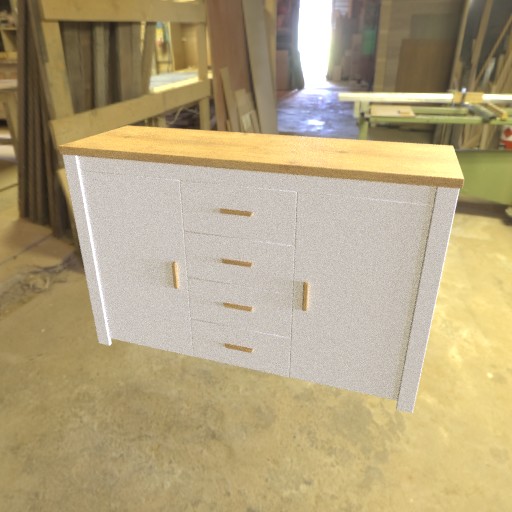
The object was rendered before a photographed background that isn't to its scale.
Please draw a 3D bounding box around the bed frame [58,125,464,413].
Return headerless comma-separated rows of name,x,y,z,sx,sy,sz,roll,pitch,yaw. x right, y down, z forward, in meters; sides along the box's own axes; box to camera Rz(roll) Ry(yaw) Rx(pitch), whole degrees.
bed frame,0.000,0.000,1.723,1.300,0.850,0.430,8,27,16
